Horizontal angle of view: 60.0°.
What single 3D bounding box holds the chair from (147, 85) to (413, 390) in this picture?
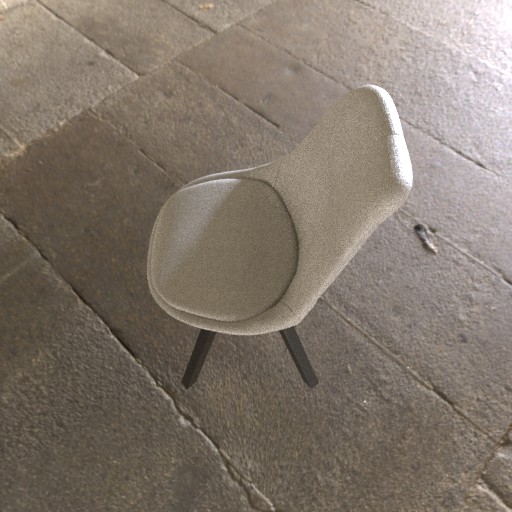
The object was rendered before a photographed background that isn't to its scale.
[{"bbox_3d":[0.000,0.000,1.160,0.550,0.850,0.485,-1,59,-1],"label":"chair"}]
